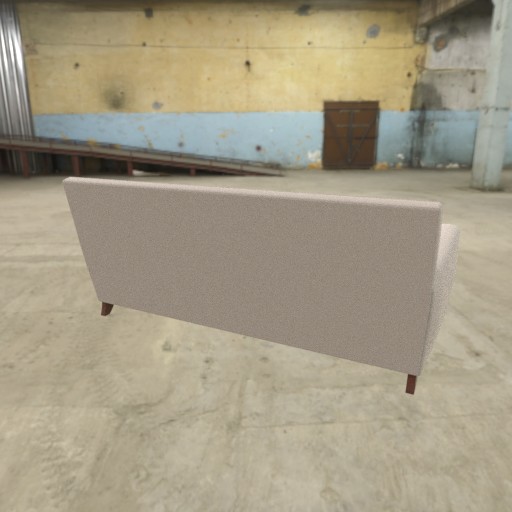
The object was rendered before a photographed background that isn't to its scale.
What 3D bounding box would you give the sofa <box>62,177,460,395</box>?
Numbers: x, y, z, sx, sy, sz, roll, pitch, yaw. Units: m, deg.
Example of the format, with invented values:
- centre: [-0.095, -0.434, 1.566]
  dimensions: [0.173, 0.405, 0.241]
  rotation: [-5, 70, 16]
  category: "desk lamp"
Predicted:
- centre: [0.000, 0.000, 2.443]
  dimensions: [2.000, 0.846, 0.875]
  rotation: [8, 18, 26]
  category: "sofa"
